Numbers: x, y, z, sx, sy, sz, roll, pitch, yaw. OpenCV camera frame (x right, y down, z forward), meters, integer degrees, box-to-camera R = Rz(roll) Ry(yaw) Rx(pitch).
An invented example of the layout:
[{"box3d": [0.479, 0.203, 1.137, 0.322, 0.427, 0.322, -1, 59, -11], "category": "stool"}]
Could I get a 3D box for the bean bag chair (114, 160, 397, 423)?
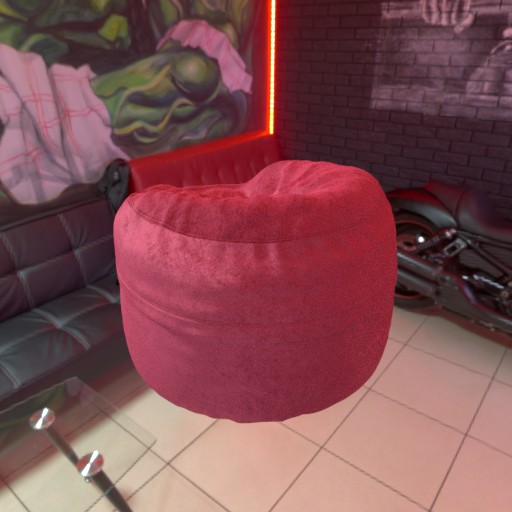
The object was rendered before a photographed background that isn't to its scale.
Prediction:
[{"box3d": [0.000, 0.000, 1.961, 1.218, 0.788, 1.218, 0, 26, 0], "category": "bean bag chair"}]
